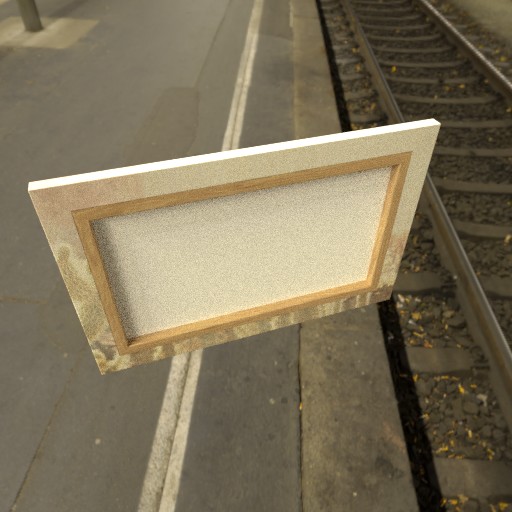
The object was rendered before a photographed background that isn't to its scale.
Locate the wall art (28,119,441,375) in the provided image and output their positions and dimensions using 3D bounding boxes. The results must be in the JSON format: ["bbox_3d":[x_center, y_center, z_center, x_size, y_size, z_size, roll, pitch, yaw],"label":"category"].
[{"bbox_3d":[0.000,0.000,1.441,1.142,0.758,0.041,-12,43,-14],"label":"wall art"}]
